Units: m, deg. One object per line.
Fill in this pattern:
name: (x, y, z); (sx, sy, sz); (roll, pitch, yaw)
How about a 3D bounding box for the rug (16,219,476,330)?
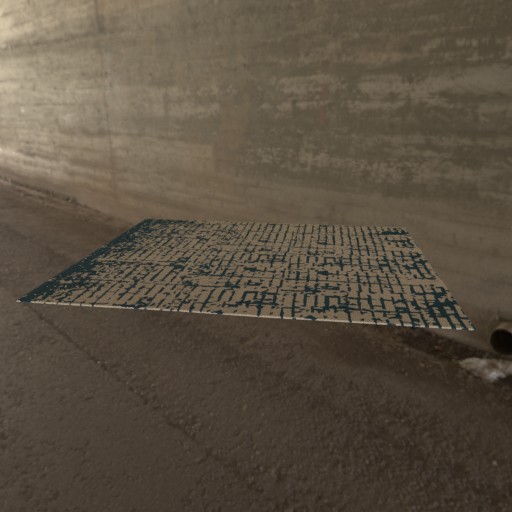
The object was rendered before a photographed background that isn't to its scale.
rug: (0.000, 0.000, 3.997); (3.017, 0.014, 2.416); (3, 19, 8)
